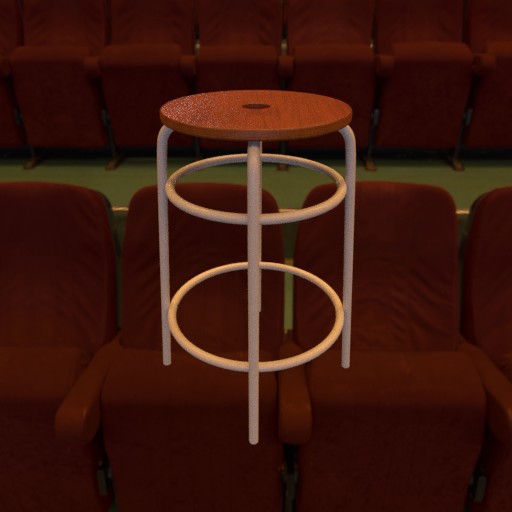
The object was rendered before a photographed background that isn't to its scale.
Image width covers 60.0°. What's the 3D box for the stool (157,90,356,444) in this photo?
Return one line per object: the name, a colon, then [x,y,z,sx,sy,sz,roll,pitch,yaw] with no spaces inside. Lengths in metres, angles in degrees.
stool: [0.000,0.000,0.934,0.455,0.610,0.455,1,30,1]
